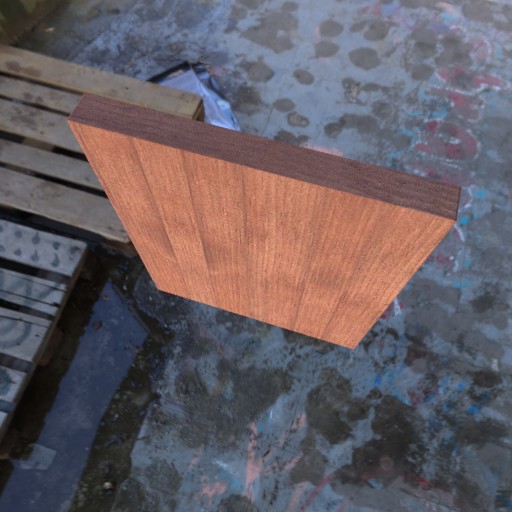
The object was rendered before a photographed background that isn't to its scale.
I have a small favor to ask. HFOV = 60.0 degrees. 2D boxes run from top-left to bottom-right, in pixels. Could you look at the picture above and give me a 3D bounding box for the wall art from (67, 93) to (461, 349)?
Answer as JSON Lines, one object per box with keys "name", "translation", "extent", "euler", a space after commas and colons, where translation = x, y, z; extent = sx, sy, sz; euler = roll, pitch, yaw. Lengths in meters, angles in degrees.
{"name": "wall art", "translation": [0.000, 0.000, 0.620], "extent": [0.377, 0.449, 0.039], "euler": [16, 65, 8]}
